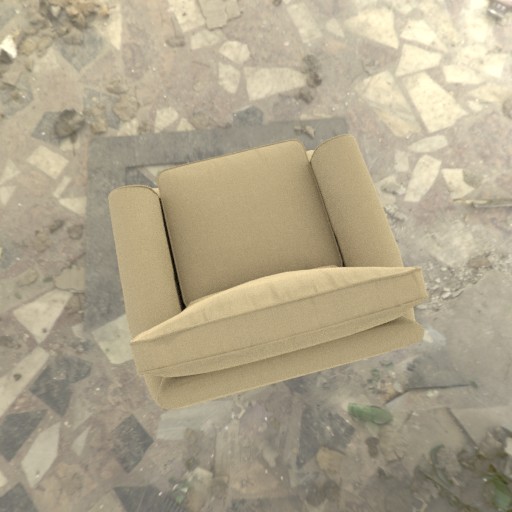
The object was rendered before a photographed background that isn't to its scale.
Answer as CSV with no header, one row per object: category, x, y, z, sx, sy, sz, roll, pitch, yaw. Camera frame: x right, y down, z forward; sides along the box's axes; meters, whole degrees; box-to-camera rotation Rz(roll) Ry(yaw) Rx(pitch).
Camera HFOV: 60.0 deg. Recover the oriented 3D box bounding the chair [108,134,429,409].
chair,0.000,0.000,1.749,1.029,0.967,0.966,-14,76,-4
